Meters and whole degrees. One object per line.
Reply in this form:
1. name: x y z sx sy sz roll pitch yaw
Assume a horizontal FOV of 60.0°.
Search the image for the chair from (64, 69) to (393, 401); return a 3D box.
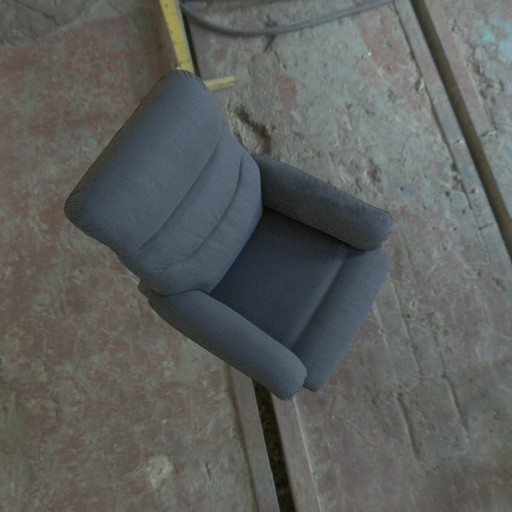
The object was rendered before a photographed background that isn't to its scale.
1. chair: 0.000 0.000 1.747 1.004 1.037 0.820 31 77 8
